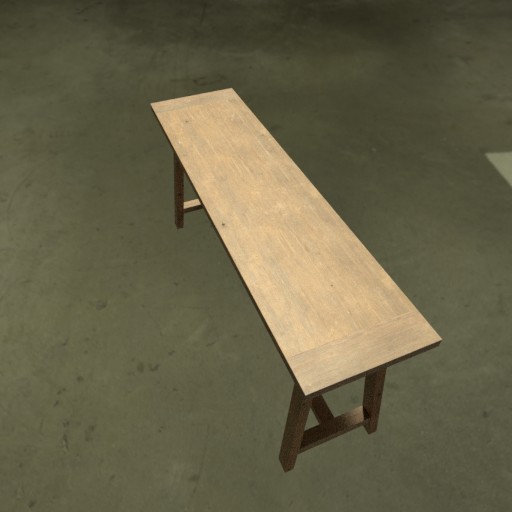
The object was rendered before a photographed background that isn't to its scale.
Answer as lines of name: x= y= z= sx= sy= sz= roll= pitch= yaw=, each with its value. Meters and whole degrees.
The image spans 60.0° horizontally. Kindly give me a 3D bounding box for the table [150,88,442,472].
table: x=0.000 y=0.000 z=2.144 sx=0.465 sy=0.810 sz=1.800 roll=-17 pitch=48 yaw=-16
